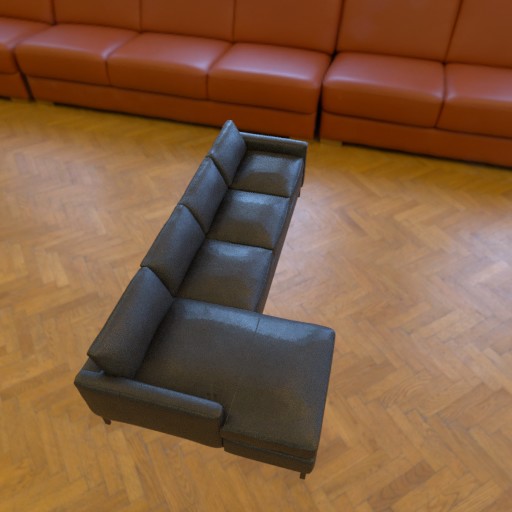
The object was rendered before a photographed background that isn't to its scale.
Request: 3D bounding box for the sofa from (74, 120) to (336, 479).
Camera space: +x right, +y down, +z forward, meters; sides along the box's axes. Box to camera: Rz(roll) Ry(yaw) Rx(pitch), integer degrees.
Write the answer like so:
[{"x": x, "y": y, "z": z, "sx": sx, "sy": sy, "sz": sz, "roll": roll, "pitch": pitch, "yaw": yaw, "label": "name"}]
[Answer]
[{"x": 0.000, "y": 0.000, "z": 3.634, "sx": 1.471, "sy": 0.859, "sz": 2.993, "roll": 10, "pitch": 47, "yaw": 10, "label": "sofa"}]
